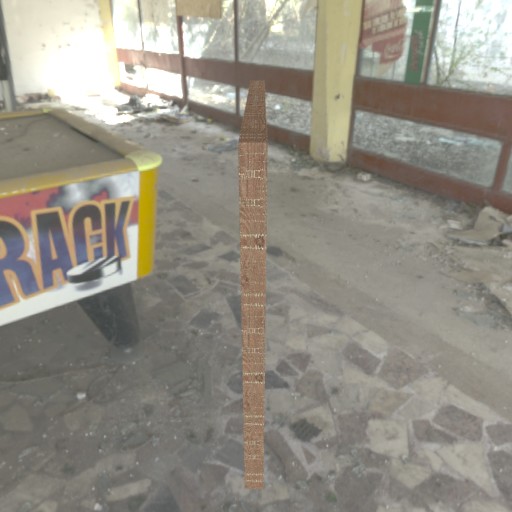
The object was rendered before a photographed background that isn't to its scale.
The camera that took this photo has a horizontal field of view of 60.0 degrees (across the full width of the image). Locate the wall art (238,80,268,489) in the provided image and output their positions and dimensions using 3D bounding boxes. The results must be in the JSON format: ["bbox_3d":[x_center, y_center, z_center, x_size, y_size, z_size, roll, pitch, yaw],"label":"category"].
[{"bbox_3d":[0.000,0.000,0.793,0.029,0.531,0.531,0,28,1],"label":"wall art"}]
